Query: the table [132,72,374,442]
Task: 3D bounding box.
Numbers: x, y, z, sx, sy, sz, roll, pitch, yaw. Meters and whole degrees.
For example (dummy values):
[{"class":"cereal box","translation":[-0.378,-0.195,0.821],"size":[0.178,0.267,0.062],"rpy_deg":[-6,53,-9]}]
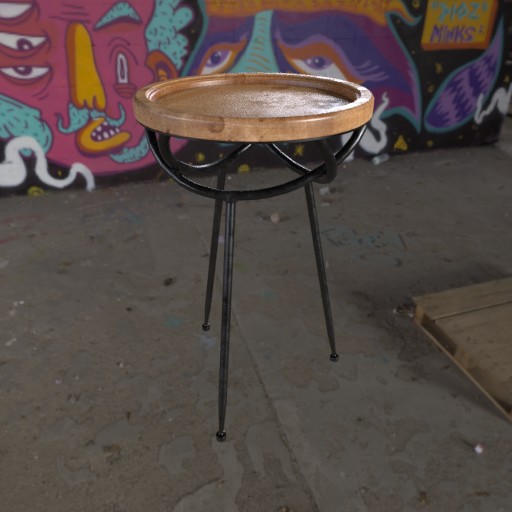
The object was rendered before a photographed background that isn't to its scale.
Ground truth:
[{"class":"table","translation":[0.000,0.000,0.934],"size":[0.418,0.664,0.414],"rpy_deg":[1,31,2]}]
